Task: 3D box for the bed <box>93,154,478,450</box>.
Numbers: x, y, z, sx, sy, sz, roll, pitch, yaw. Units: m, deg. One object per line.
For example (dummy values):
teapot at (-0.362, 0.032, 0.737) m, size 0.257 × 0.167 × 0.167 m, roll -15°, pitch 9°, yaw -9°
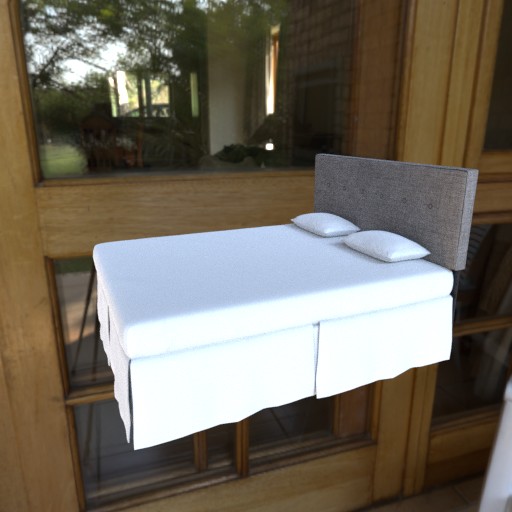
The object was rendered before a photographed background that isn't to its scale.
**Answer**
bed at (0.000, 0.000, 2.887) m, size 1.958 × 1.168 × 1.621 m, roll -7°, pitch 18°, yaw -23°
